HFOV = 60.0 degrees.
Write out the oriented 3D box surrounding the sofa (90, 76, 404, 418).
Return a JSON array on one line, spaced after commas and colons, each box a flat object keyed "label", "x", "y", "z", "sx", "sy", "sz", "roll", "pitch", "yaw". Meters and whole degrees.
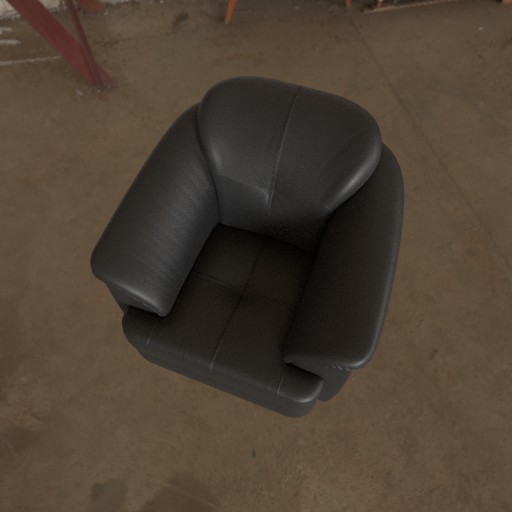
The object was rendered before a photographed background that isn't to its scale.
[{"label": "sofa", "x": 0.000, "y": 0.000, "z": 1.487, "sx": 0.870, "sy": 0.811, "sz": 0.794, "roll": 18, "pitch": 61, "yaw": 11}]
